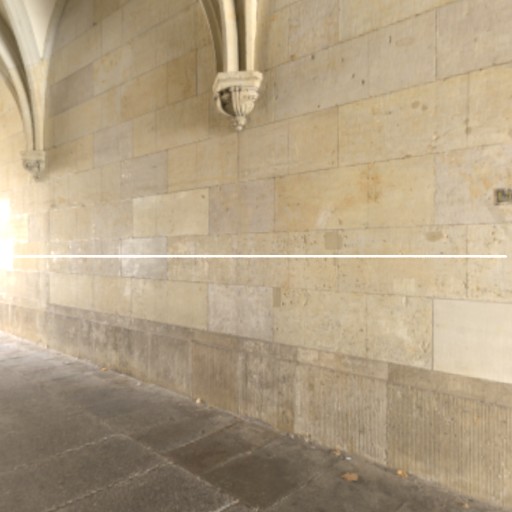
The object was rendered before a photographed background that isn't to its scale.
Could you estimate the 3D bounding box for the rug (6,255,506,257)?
[{"bbox_3d":[0.000,0.000,2.921,2.440,0.008,1.524,0,0,-1],"label":"rug"}]
